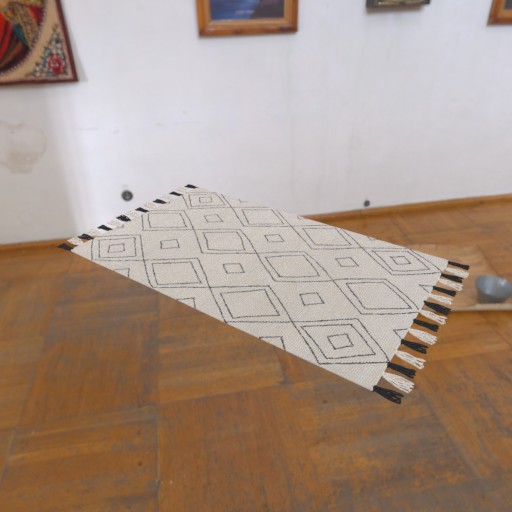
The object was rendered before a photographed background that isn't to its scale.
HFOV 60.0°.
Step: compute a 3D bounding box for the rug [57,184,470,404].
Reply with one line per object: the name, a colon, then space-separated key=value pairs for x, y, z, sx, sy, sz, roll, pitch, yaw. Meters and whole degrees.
rug: x=0.000 y=0.000 z=3.325 sx=2.755 sy=0.021 sz=1.524 roll=20 pitch=37 yaw=29
